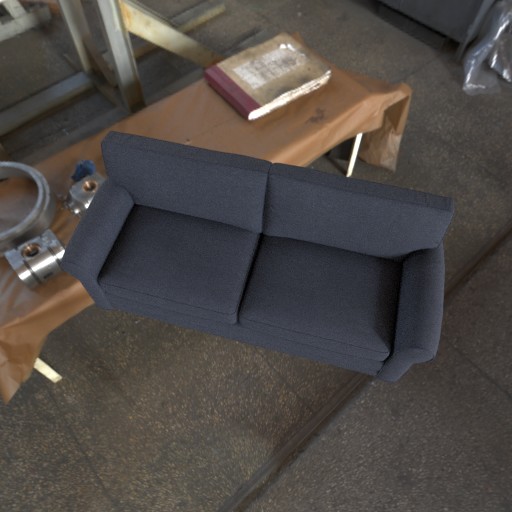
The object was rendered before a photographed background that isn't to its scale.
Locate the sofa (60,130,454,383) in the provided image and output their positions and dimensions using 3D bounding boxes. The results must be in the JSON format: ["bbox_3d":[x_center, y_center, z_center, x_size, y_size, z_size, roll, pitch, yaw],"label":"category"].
[{"bbox_3d":[0.000,0.000,2.967,2.391,1.026,0.954,13,60,8],"label":"sofa"}]
